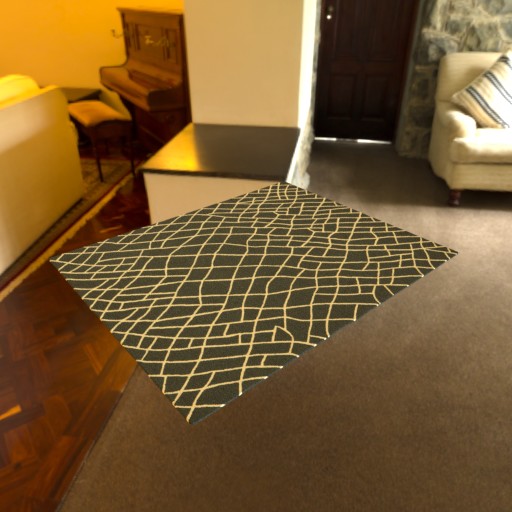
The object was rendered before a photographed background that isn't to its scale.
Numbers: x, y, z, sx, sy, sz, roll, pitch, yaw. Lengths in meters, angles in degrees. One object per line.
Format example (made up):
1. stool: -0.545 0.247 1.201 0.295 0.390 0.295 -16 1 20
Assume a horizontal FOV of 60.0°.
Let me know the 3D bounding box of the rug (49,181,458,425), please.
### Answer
1. rug: 0.000 0.000 4.200 3.047 0.022 2.439 -24 38 -34
